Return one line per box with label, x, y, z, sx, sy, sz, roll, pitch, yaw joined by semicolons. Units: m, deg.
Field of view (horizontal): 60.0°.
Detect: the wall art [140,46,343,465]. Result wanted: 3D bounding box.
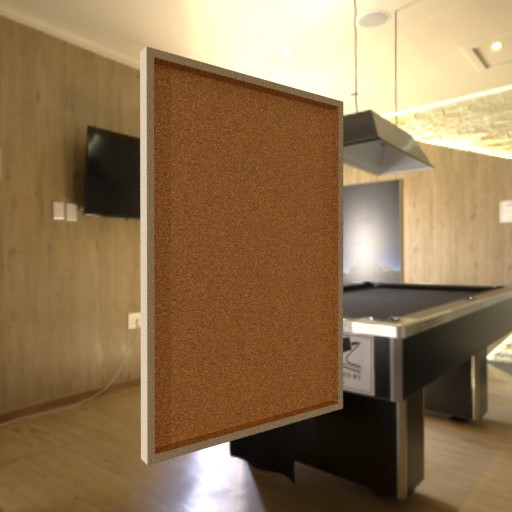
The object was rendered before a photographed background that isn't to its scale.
wall art;0.000;0.000;1.160;0.610;0.914;0.038;0;1;-35
